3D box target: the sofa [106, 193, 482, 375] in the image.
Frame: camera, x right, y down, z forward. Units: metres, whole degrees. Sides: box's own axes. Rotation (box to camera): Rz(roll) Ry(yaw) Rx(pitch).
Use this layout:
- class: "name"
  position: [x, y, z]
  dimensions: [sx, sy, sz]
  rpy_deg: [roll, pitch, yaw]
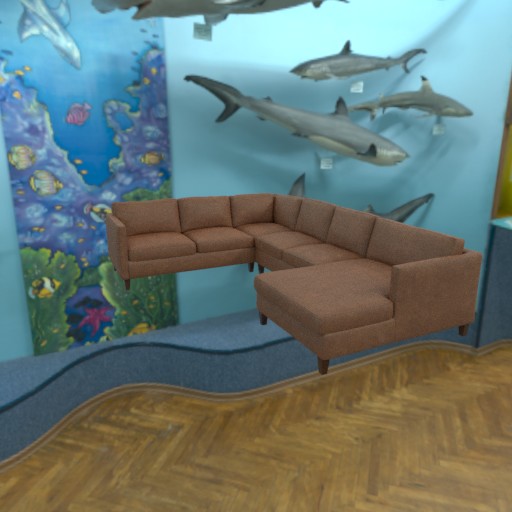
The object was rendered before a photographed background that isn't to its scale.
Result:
- class: "sofa"
  position: [0.000, 0.000, 4.685]
  dimensions: [2.593, 0.923, 3.460]
  rpy_deg: [-7, 17, -25]
